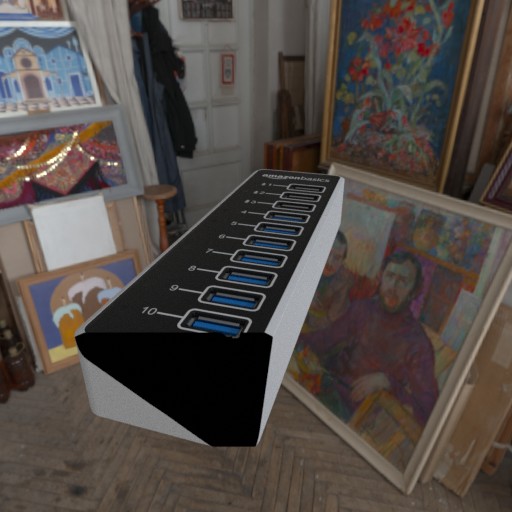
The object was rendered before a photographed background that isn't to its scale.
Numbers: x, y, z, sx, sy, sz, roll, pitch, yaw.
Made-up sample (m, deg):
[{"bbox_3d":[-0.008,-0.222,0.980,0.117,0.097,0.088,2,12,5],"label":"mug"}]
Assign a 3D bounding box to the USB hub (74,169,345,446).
[{"bbox_3d":[0.000,0.000,0.160,0.044,0.023,0.145,8,28,15],"label":"USB hub"}]
